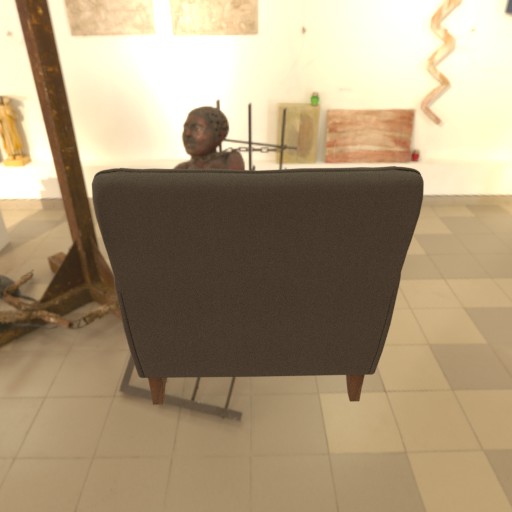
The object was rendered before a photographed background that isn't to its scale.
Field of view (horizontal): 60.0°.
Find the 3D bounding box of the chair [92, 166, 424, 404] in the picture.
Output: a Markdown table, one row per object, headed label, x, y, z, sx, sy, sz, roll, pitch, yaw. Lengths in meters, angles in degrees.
| label | x | y | z | sx | sy | sz | roll | pitch | yaw |
| --- | --- | --- | --- | --- | --- | --- | --- | --- | --- |
| chair | 0.000 | 0.000 | 1.589 | 0.836 | 0.911 | 0.831 | -1 | 31 | -1 |
